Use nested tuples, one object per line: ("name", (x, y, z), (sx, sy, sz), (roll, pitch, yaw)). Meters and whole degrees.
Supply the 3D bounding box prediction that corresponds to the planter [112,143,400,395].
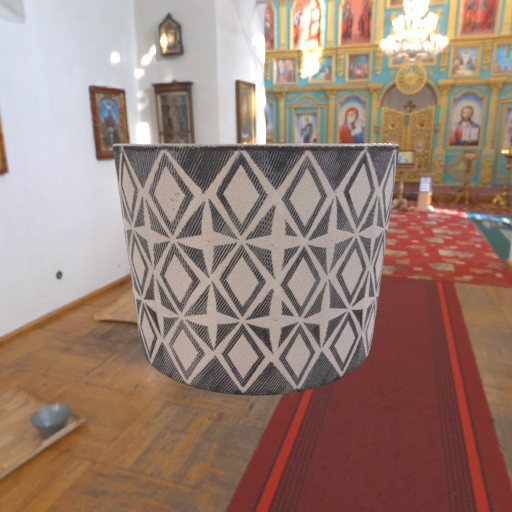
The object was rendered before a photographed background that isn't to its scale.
("planter", (0.000, 0.000, 0.447), (0.260, 0.220, 0.260), (0, 14, 0))
